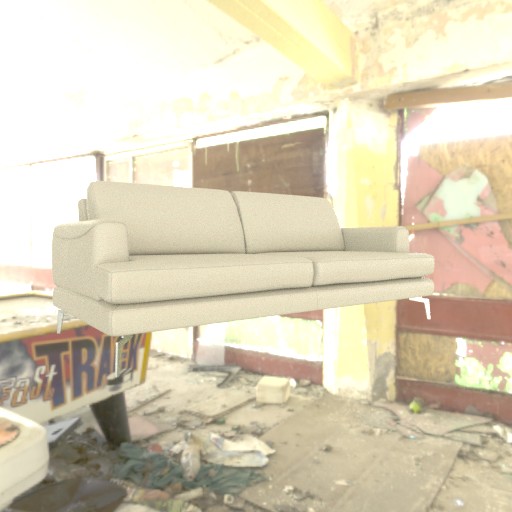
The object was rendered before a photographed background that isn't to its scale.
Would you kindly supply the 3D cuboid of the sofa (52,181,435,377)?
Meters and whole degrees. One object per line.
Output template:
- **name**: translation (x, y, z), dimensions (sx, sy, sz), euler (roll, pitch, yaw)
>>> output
- **sofa**: translation (0.000, 0.000, 2.437), dimensions (1.940, 0.765, 0.974), euler (-2, 3, -36)
